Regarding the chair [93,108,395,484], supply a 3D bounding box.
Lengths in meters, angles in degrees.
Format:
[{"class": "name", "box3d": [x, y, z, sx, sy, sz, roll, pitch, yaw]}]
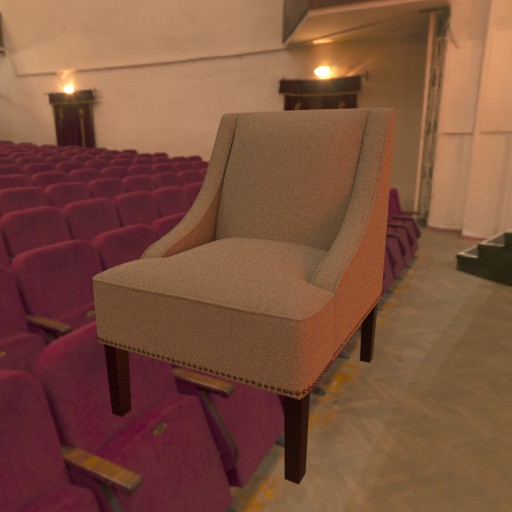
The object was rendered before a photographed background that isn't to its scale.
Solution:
[{"class": "chair", "box3d": [0.000, 0.000, 1.336, 0.628, 0.872, 0.748, 8, 16, 27]}]
